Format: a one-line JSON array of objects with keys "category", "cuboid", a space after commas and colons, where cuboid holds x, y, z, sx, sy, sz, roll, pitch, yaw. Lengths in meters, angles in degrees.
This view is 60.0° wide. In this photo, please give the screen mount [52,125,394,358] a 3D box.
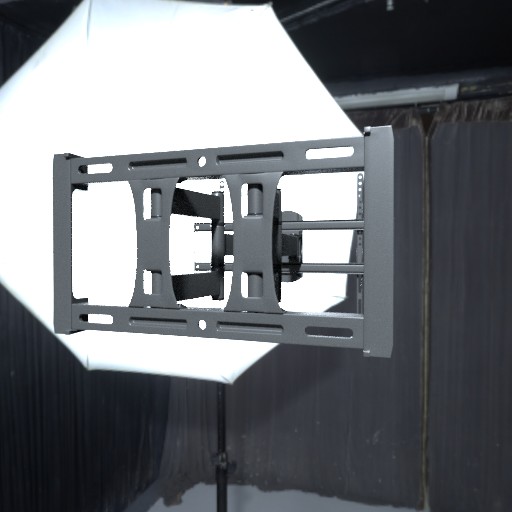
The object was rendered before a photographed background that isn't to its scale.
[{"category": "screen mount", "cuboid": [0.000, 0.000, 1.095, 0.661, 0.491, 0.644, 0, 1, 18]}]
